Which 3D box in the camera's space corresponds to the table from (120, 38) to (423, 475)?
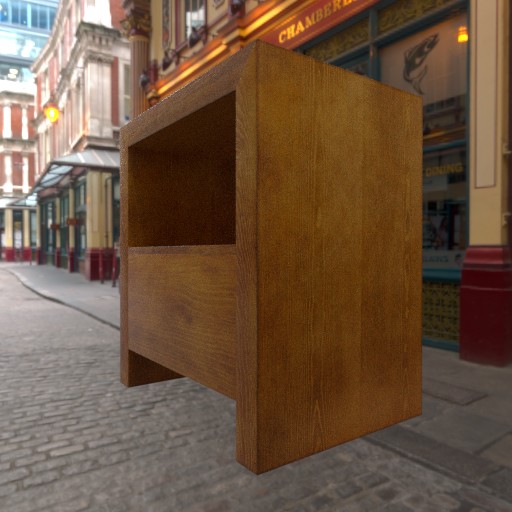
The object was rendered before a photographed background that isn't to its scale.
[{"bbox_3d":[0.000,0.000,0.953,0.400,0.605,0.550,0,0,-36],"label":"table"}]
